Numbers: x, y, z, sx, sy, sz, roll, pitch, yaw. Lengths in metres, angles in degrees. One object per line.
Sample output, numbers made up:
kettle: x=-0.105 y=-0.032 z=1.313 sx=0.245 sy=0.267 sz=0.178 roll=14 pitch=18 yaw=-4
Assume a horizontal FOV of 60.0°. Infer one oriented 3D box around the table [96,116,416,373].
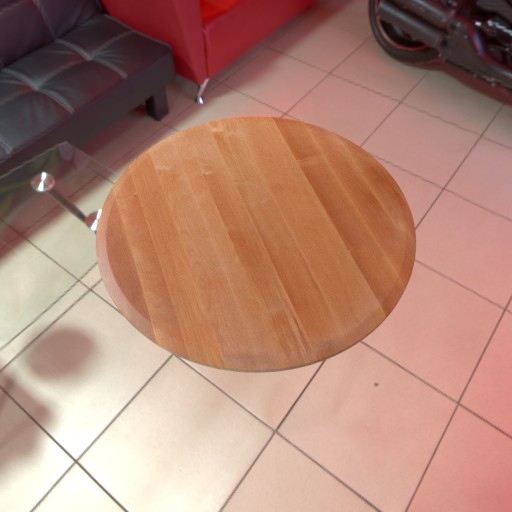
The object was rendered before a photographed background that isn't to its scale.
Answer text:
table: x=0.000 y=0.000 z=1.430 sx=0.900 sy=0.400 sz=0.900 roll=0 pitch=56 yaw=0
